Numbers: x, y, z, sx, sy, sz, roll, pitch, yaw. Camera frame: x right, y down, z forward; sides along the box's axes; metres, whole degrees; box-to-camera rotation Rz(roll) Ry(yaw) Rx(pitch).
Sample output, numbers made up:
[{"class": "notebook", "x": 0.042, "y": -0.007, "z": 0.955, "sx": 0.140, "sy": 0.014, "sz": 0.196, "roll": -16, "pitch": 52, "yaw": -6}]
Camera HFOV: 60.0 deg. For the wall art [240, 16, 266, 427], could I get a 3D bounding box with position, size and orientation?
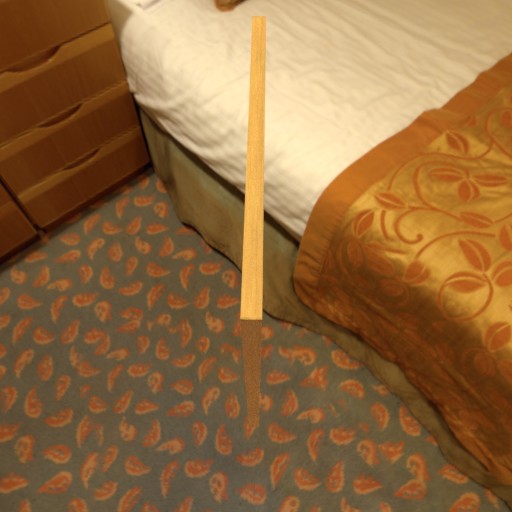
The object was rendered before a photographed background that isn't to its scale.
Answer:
[{"class": "wall art", "x": 0.000, "y": 0.000, "z": 0.755, "sx": 0.020, "sy": 0.561, "sz": 0.460, "roll": 1, "pitch": 60, "yaw": 1}]
